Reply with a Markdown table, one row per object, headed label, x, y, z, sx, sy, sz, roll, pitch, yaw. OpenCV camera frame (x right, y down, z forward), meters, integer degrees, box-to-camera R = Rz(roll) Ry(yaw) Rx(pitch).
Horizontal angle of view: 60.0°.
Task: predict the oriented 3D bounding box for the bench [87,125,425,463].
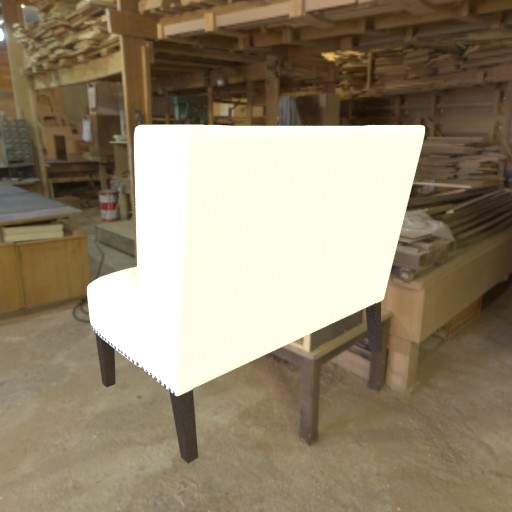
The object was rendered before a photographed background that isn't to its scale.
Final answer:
| label | x | y | z | sx | sy | sz | roll | pitch | yaw |
| --- | --- | --- | --- | --- | --- | --- | --- | --- | --- |
| bench | 0.000 | 0.000 | 1.987 | 1.280 | 1.123 | 0.847 | -15 | 22 | -41 |
